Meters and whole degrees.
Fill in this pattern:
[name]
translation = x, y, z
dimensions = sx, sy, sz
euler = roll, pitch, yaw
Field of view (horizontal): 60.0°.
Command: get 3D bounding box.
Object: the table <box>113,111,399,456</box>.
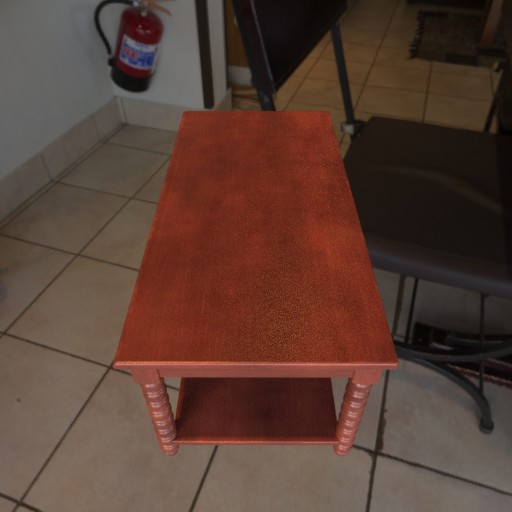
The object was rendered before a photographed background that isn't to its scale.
[table]
translation = 0.000, 0.000, 1.469
dimensions = 0.580, 0.485, 1.171
euler = 0, 42, 0
